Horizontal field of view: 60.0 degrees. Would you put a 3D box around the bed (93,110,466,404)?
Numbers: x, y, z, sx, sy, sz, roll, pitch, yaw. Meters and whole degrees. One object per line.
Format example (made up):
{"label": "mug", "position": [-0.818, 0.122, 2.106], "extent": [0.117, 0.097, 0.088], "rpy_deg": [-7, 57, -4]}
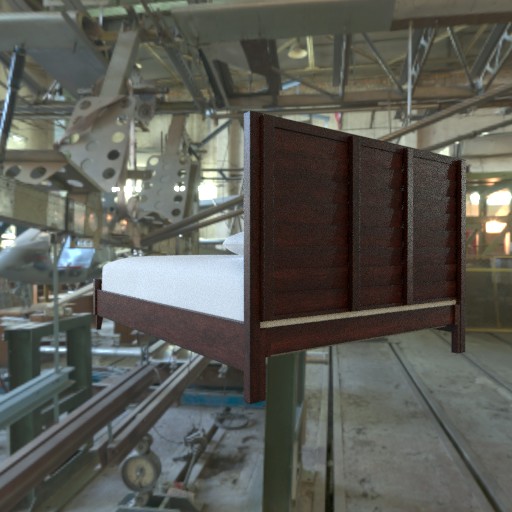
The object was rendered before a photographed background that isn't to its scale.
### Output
{"label": "bed", "position": [0.000, 0.000, 3.940], "extent": [2.040, 1.492, 2.803], "rpy_deg": [0, 0, -36]}
